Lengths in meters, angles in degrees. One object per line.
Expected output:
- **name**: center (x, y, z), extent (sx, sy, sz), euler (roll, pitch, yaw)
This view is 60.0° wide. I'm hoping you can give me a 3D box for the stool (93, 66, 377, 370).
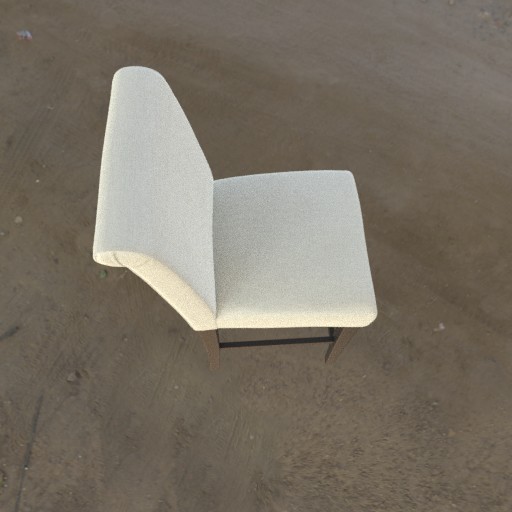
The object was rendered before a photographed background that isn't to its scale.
- **stool**: center (0.000, 0.000, 1.278), extent (0.597, 0.976, 0.452), euler (-3, 64, -1)
